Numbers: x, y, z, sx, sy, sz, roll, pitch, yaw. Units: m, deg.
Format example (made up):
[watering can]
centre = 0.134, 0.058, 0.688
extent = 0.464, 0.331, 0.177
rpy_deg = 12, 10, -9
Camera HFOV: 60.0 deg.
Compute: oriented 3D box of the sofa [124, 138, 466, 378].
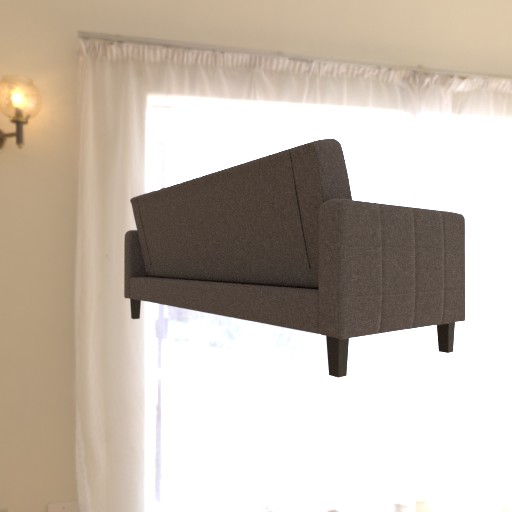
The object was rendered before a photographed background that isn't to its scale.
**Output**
[sofa]
centre = 0.000, 0.000, 2.495
extent = 0.810, 0.850, 2.040
rpy_deg = 0, -1, -36
